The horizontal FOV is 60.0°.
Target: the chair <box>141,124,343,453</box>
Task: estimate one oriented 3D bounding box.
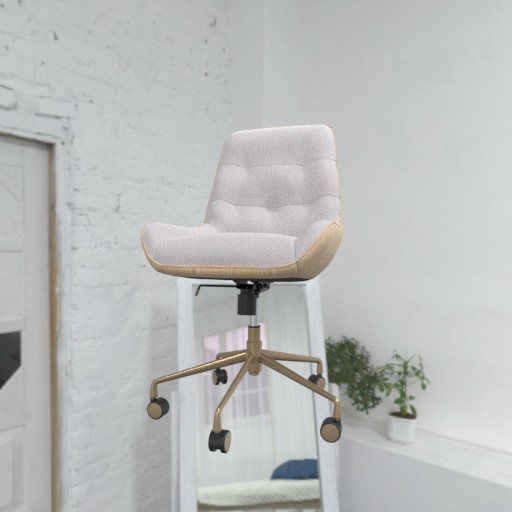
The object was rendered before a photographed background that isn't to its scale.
[{"bbox_3d":[0.000,0.000,1.376,0.564,0.952,0.668,0,2,17],"label":"chair"}]
